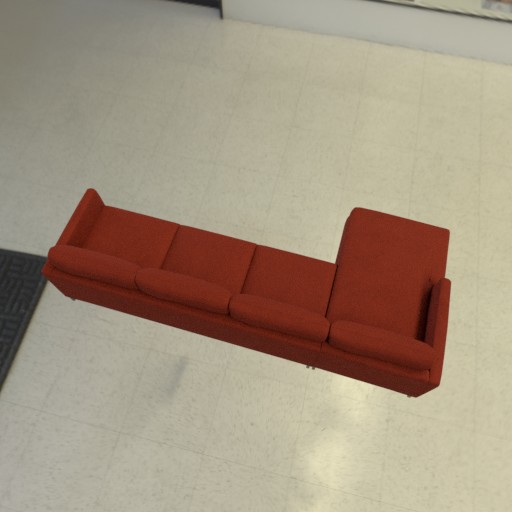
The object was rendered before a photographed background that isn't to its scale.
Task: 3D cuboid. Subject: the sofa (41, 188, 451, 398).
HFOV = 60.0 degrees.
[{"bbox_3d":[0.000,0.000,2.951,2.467,0.663,1.136,15,64,7],"label":"sofa"}]
